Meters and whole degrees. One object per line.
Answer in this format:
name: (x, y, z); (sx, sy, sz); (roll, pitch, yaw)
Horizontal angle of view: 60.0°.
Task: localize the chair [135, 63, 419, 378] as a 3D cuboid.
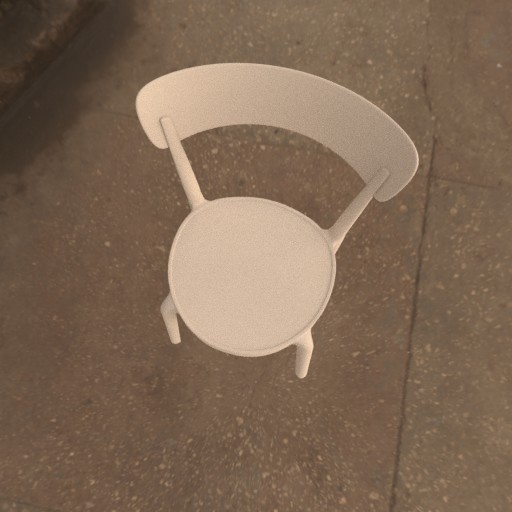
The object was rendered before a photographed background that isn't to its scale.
chair: (0.000, 0.000, 1.103); (0.506, 0.790, 0.491); (14, 75, 4)
